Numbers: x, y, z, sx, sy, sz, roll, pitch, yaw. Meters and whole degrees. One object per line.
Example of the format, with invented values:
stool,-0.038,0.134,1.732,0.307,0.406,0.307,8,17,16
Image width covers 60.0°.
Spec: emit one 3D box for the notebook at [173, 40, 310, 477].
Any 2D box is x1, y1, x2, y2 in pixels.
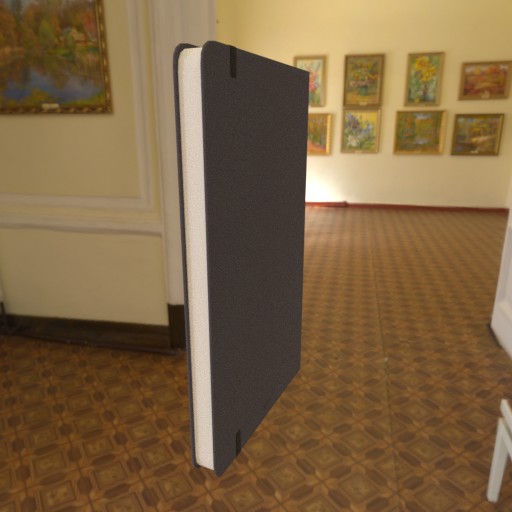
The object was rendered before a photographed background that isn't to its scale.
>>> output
notebook,0.000,0.000,0.259,0.016,0.213,0.127,8,18,24
